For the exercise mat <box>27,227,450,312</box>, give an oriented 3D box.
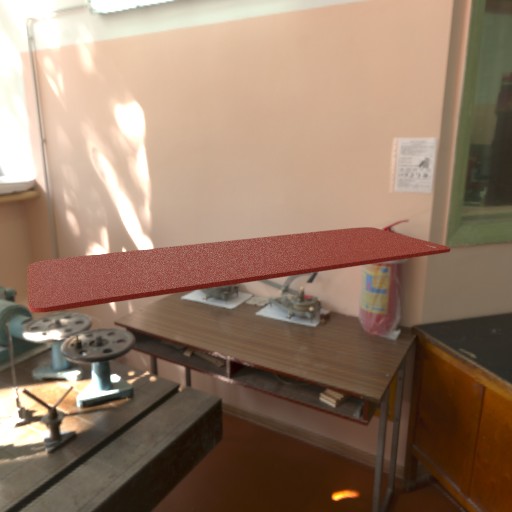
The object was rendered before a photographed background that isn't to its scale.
[{"bbox_3d":[0.000,0.000,2.023,1.869,0.021,0.616,-7,16,-25],"label":"exercise mat"}]
